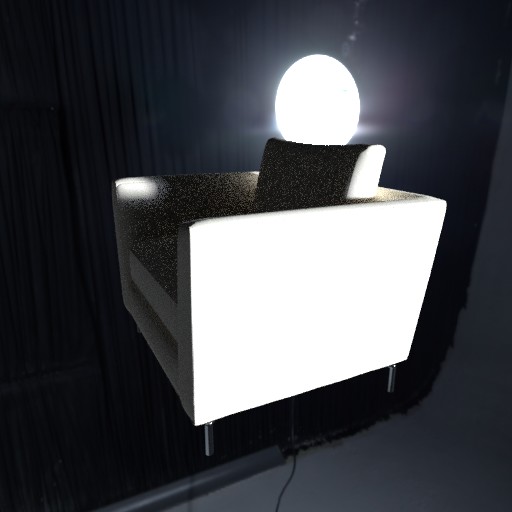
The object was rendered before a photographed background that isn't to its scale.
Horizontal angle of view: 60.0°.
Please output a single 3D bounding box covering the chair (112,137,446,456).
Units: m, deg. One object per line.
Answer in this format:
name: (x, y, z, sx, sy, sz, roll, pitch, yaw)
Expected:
chair: (0.000, 0.000, 1.721, 0.889, 0.865, 1.041, -8, 19, -26)
